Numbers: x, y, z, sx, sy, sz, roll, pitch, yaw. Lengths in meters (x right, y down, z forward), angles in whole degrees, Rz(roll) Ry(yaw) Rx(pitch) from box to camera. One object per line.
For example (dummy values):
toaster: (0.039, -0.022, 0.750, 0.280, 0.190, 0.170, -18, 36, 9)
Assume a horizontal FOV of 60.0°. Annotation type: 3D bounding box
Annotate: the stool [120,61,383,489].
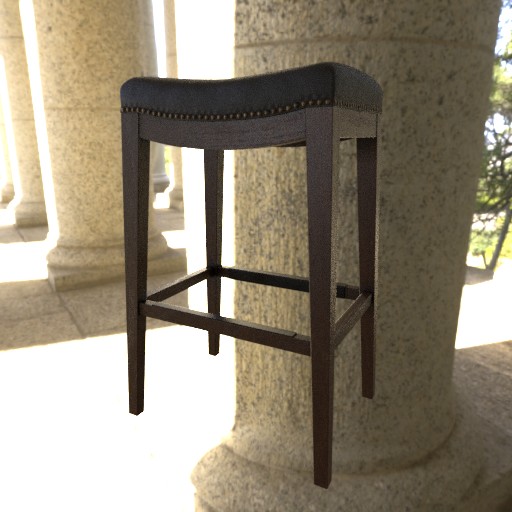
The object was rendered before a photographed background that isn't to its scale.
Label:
stool: (0.000, 0.000, 1.003, 0.500, 0.765, 0.361, 8, 17, 27)
